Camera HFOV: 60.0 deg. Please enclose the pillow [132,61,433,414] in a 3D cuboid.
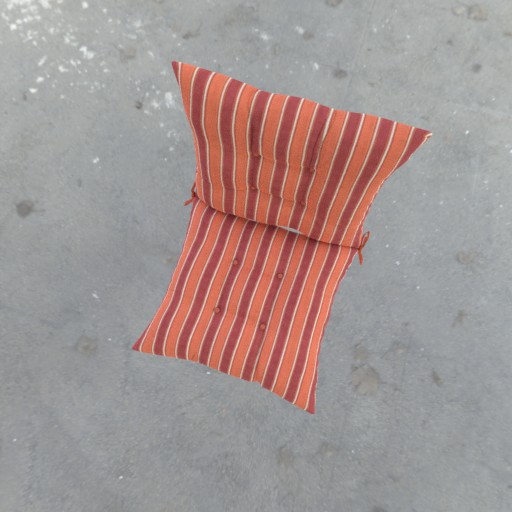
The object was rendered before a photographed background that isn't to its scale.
[{"bbox_3d":[0.000,0.000,1.010,0.541,0.536,0.585,18,75,5],"label":"pillow"}]
